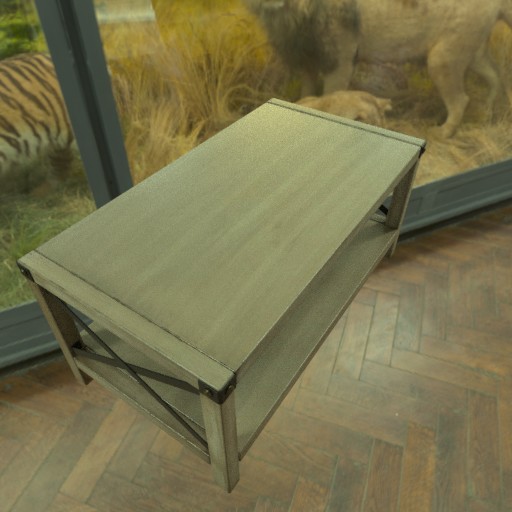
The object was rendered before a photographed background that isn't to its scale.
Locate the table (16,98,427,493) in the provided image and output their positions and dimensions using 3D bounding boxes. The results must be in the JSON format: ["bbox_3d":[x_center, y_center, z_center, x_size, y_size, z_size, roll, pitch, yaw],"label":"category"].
[{"bbox_3d":[0.000,0.000,1.277,0.559,0.456,1.016,25,48,25],"label":"table"}]
